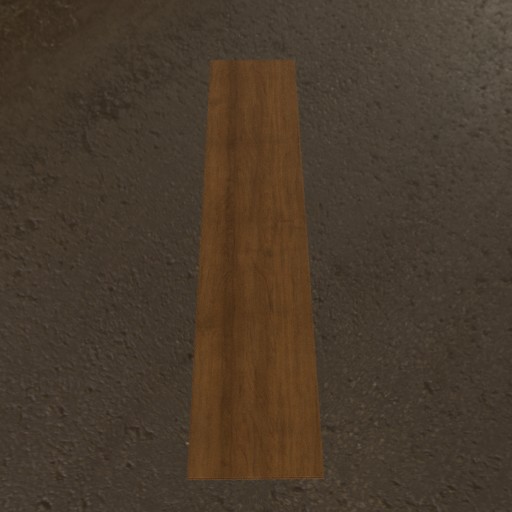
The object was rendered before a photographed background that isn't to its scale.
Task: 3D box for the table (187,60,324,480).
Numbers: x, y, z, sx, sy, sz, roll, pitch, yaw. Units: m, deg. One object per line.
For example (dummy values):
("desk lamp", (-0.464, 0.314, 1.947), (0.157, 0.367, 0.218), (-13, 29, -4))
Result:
("table", (0.000, 0.000, 2.012), (0.425, 0.635, 1.815), (0, 63, 0))
